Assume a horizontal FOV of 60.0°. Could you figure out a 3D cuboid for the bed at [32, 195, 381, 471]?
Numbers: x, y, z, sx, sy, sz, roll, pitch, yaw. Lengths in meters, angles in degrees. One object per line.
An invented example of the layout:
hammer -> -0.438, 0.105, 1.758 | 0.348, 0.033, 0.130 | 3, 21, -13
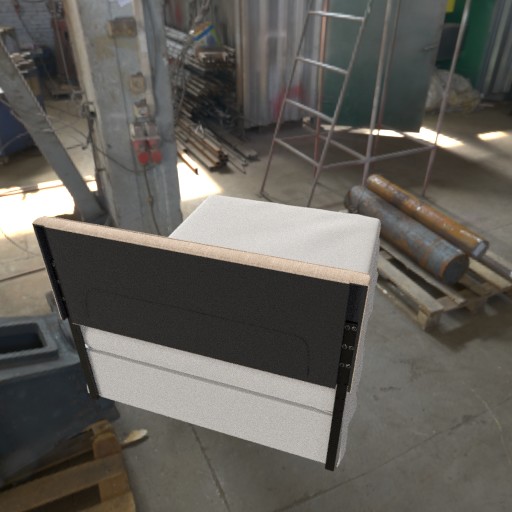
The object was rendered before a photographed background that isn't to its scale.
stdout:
bed -> 0.000, 0.000, 3.013 | 1.643, 1.270, 1.978 | 10, 34, 15
